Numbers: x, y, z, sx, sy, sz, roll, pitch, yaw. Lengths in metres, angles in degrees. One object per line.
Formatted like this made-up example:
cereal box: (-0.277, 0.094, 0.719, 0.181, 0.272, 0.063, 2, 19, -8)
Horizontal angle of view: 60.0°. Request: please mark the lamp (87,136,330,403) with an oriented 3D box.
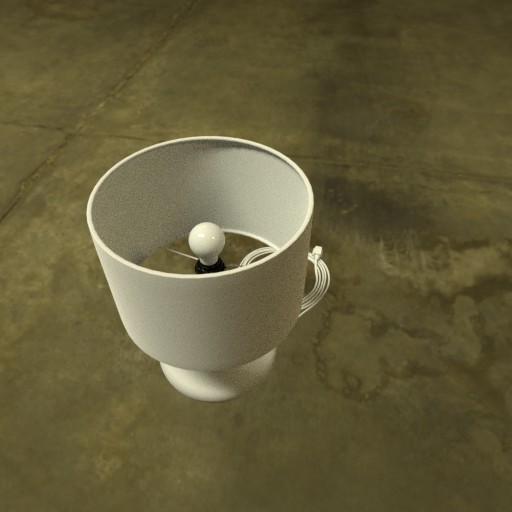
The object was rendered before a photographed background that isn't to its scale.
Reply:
lamp: (0.000, 0.000, 0.841, 0.546, 0.457, 0.401, -26, 51, -23)
